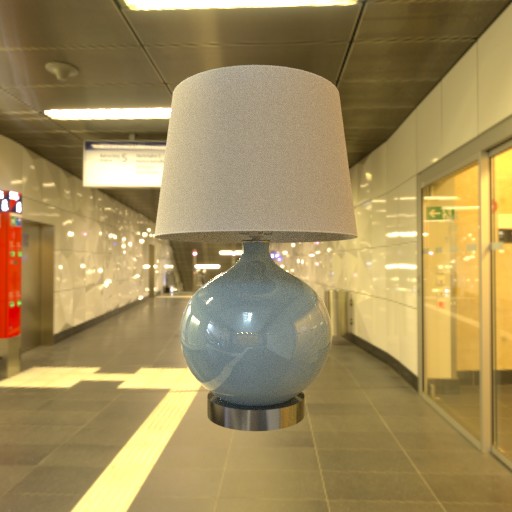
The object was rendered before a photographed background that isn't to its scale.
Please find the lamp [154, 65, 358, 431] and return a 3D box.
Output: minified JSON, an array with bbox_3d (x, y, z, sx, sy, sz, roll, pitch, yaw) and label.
[{"bbox_3d":[0.000,0.000,0.550,0.247,0.387,0.247,0,-1,0],"label":"lamp"}]
